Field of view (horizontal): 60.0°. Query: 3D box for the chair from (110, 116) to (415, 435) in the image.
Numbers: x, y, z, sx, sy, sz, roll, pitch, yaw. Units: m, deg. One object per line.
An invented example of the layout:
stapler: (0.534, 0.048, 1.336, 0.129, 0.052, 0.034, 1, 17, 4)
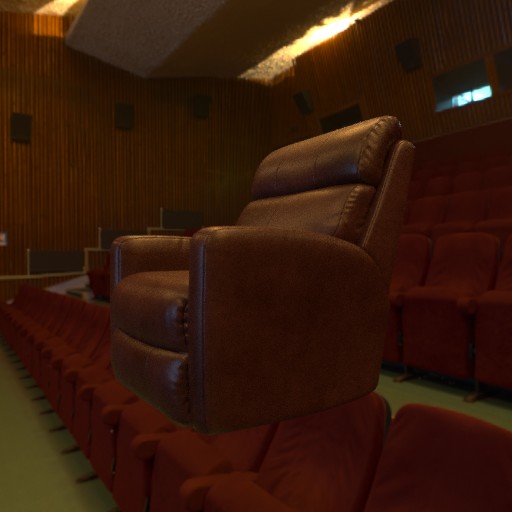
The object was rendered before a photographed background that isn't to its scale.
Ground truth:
chair: (0.000, 0.000, 1.642, 0.939, 1.016, 0.787, 0, 0, -35)
